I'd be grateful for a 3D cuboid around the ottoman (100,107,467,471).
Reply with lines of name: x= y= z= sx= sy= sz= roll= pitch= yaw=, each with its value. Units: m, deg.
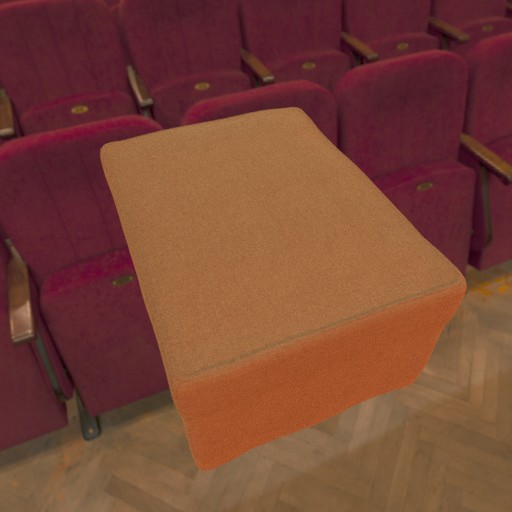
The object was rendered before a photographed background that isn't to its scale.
ottoman: x=0.000 y=0.000 z=1.234 sx=0.650 sy=0.485 sz=0.833 roll=-17 pitch=49 yaw=-15
